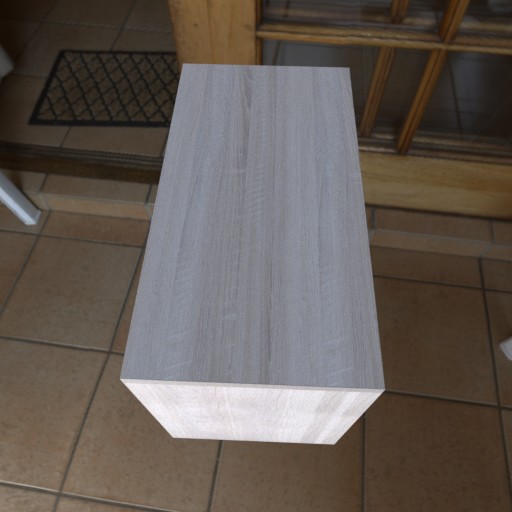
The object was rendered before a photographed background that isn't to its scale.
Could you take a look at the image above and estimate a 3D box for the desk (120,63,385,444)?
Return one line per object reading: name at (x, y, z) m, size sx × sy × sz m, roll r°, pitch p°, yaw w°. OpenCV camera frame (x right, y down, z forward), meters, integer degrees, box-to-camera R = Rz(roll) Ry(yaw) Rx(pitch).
desk at (0.000, 0.000, 1.558) m, size 0.600 × 0.731 × 1.100 m, roll 2°, pitch 58°, yaw 1°
